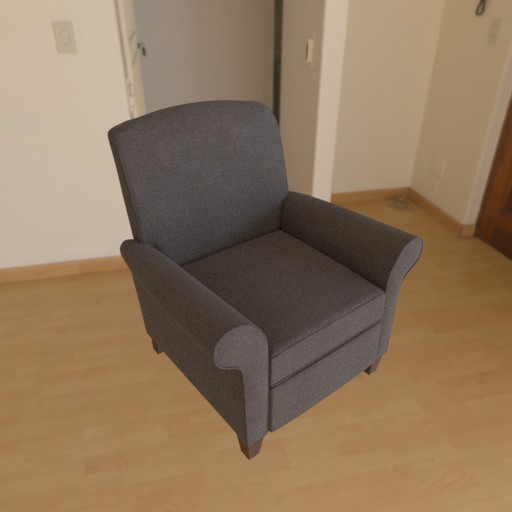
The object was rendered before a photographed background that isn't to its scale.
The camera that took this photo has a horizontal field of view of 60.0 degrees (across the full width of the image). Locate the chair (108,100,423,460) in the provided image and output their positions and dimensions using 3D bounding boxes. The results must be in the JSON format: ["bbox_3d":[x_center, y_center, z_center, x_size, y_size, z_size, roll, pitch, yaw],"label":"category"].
[{"bbox_3d":[0.000,0.000,1.786,0.978,1.061,0.905,-22,37,-32],"label":"chair"}]
